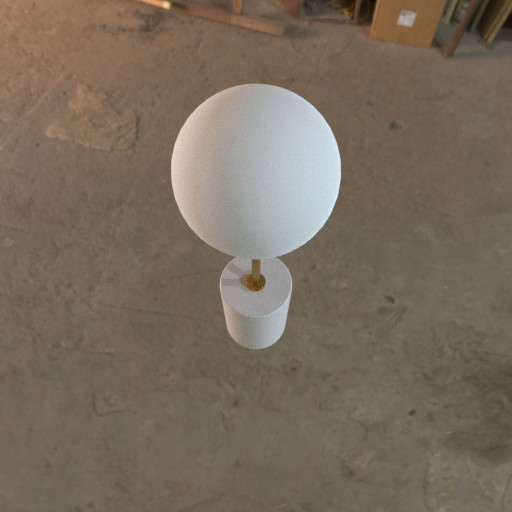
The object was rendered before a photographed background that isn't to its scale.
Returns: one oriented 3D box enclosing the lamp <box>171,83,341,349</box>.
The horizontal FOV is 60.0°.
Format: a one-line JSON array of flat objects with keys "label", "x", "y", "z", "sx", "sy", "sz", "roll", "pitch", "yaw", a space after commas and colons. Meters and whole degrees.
[{"label": "lamp", "x": 0.000, "y": 0.000, "z": 0.551, "sx": 0.153, "sy": 0.480, "sz": 0.153, "roll": 0, "pitch": 63, "yaw": 0}]
